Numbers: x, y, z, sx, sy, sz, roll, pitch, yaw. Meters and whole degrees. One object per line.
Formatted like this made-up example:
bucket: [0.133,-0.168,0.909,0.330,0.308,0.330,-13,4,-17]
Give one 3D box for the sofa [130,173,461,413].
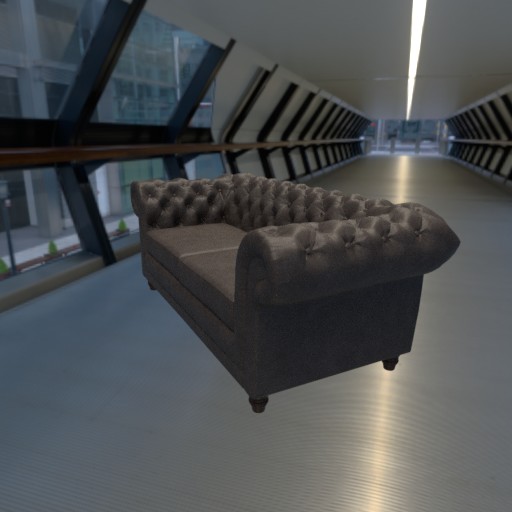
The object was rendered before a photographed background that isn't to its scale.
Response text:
sofa: [0.000,0.000,2.511,0.944,0.779,2.048,-8,18,-26]
